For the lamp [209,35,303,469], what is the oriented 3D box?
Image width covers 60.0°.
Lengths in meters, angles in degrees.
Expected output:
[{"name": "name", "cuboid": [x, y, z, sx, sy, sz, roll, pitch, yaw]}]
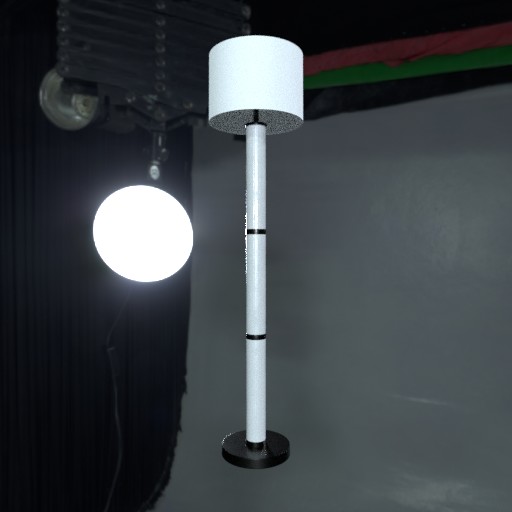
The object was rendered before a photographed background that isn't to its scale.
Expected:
[{"name": "lamp", "cuboid": [0.000, 0.000, 1.791, 0.377, 1.599, 0.377, 0, 1, 19]}]
